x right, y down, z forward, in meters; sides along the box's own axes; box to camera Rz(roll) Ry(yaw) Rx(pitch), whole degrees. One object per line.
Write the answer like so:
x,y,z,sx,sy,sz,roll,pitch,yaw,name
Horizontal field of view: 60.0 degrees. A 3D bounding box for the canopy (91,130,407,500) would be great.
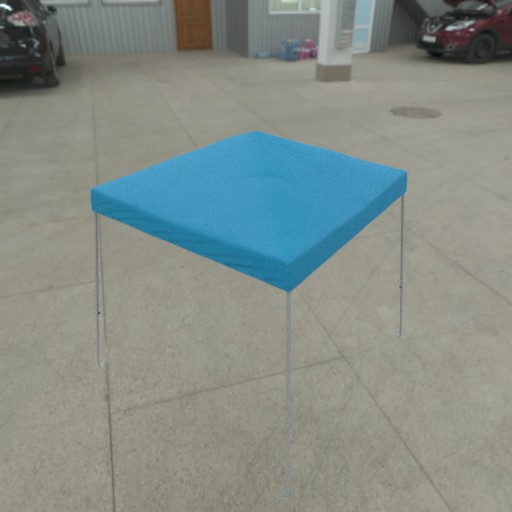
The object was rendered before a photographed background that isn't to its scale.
0.000,0.000,6.385,3.600,3.600,3.599,21,37,31,canopy
